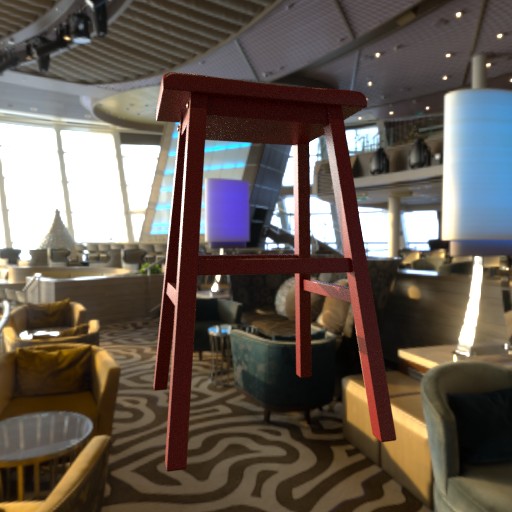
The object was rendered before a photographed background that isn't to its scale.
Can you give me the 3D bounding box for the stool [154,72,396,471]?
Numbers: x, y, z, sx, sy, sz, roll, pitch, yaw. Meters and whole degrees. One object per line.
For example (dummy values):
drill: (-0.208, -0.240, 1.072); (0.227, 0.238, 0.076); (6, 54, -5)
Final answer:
stool: (0.000, 0.000, 1.053); (0.457, 0.737, 0.476); (0, 2, -16)
